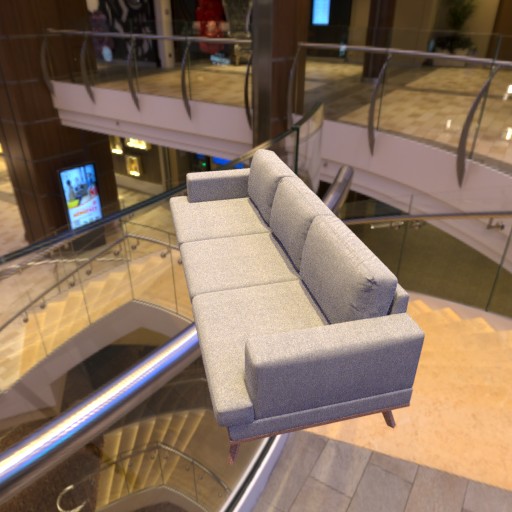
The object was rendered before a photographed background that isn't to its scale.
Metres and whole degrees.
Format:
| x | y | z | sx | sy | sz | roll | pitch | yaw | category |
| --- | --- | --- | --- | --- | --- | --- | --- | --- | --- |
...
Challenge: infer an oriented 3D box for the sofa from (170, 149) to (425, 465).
| x | y | z | sx | sy | sz | roll | pitch | yaw | category |
| --- | --- | --- | --- | --- | --- | --- | --- | --- | --- |
| 0.000 | 0.000 | 2.825 | 0.920 | 0.810 | 2.310 | -7 | 31 | -12 | sofa |
